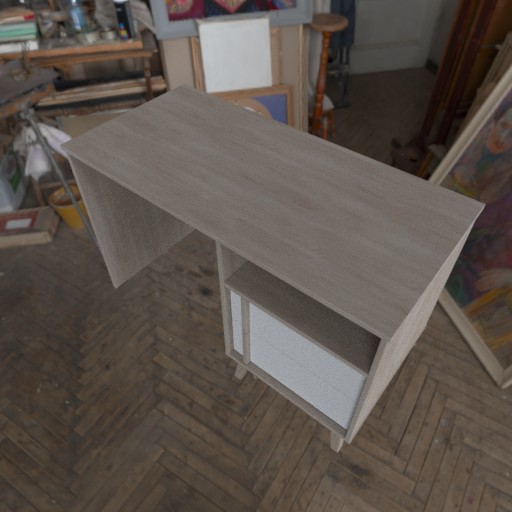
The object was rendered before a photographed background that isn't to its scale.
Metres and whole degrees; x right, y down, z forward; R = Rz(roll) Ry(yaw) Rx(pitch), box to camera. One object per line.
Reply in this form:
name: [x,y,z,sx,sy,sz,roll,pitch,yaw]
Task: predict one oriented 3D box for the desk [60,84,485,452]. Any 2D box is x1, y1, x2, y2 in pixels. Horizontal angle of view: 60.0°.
desk: [0.000,0.000,1.690,1.251,0.770,0.600,30,53,26]
